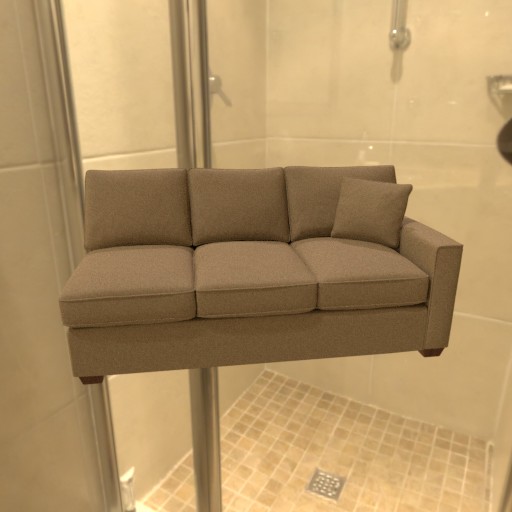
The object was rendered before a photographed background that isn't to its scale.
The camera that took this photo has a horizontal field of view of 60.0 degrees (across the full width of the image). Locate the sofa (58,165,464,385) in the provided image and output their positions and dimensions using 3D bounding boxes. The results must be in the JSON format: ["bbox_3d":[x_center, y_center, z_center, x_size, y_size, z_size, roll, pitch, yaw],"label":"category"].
[{"bbox_3d":[0.000,0.000,2.571,1.963,0.946,1.034,-3,18,-8],"label":"sofa"}]
